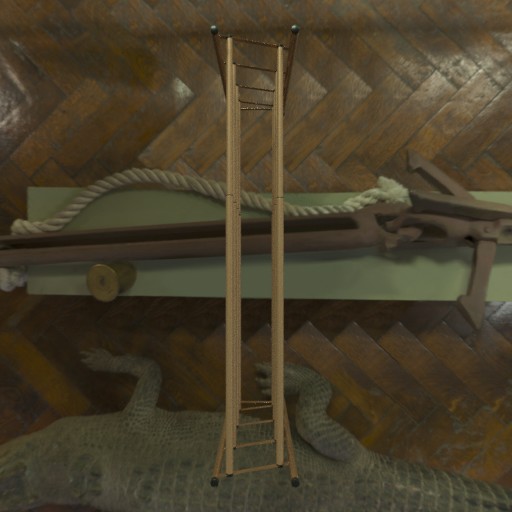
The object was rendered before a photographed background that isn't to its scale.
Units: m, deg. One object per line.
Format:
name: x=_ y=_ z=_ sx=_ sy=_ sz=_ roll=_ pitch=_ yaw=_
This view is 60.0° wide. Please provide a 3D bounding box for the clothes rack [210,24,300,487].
clothes rack: x=0.000 y=0.000 z=1.450 sx=0.229 sy=0.672 sz=1.168 roll=0 pitch=90 yaw=0
